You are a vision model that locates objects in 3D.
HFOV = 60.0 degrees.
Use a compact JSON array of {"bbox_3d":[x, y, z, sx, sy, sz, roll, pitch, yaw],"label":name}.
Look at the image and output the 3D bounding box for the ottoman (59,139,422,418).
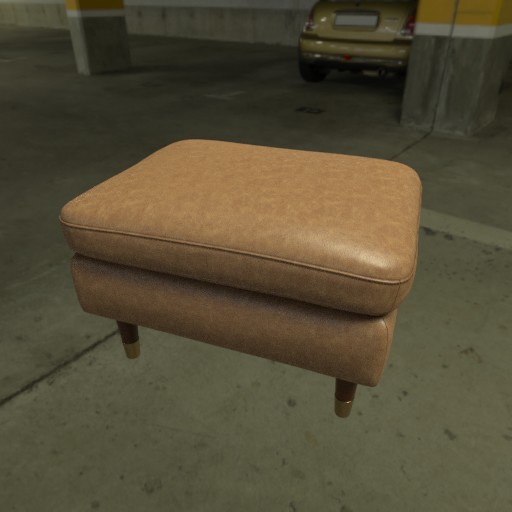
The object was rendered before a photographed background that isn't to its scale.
[{"bbox_3d":[0.000,0.000,1.137,0.747,0.478,0.593,10,32,17],"label":"ottoman"}]
